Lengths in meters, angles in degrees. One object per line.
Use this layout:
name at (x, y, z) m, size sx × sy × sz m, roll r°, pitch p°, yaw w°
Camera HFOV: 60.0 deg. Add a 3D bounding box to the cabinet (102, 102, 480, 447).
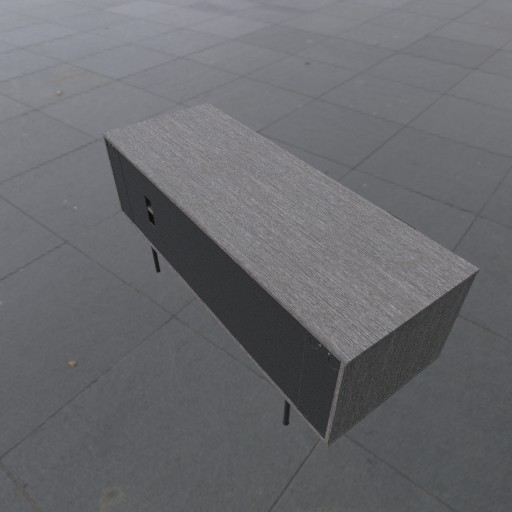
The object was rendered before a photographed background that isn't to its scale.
cabinet at (0.000, 0.000, 1.613) m, size 0.500 × 0.599 × 1.300 m, roll -26°, pitch 48°, yaw -27°
